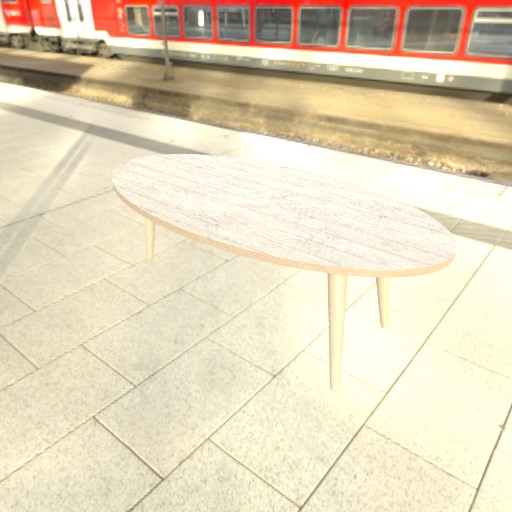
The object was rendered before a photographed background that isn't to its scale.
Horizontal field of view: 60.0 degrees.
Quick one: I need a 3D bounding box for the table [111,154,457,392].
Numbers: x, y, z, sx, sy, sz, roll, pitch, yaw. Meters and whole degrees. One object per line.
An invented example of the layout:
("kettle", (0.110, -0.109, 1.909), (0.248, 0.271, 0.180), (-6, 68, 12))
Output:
("table", (0.000, 0.000, 1.343), (1.083, 0.390, 0.542), (21, 36, 32))
